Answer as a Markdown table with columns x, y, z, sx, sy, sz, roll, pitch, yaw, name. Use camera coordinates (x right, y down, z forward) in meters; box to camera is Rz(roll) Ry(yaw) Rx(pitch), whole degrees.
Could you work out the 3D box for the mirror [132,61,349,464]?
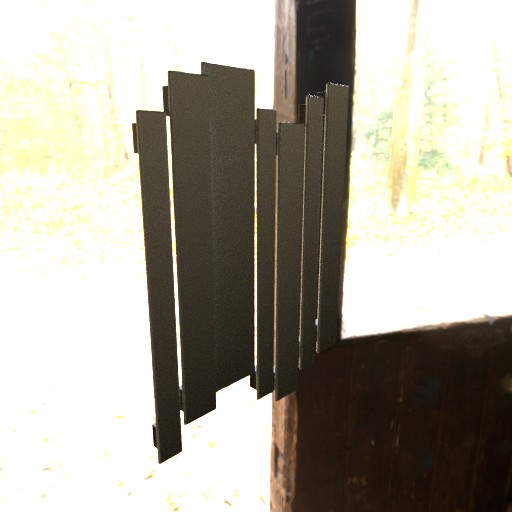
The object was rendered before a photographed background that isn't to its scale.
| x | y | z | sx | sy | sz | roll | pitch | yaw | name |
| --- | --- | --- | --- | --- | --- | --- | --- | --- | --- |
| 0.000 | 0.000 | 0.781 | 0.058 | 0.611 | 0.445 | 14 | 20 | 43 | mirror |
